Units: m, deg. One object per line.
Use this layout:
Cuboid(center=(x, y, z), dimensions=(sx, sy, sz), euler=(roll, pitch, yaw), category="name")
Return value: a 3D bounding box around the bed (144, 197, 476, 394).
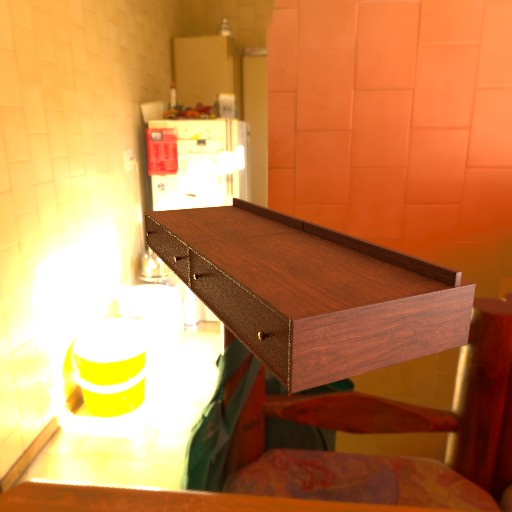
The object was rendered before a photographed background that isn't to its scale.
Cuboid(center=(0.000, 0.000, 2.369), dimensions=(0.787, 0.326, 2.057), euler=(-7, 17, -24), category="bed")
